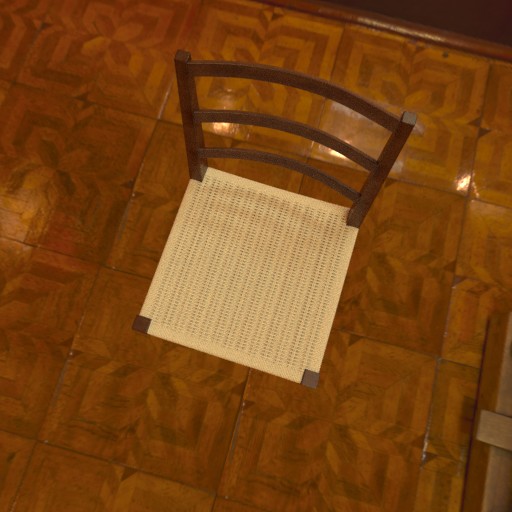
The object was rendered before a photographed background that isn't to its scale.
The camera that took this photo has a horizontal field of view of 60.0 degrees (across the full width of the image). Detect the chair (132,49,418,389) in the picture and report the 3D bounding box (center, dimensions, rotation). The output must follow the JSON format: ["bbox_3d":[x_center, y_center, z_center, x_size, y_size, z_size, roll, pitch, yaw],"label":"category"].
[{"bbox_3d":[0.000,0.000,1.160,0.480,0.813,0.551,17,76,4],"label":"chair"}]
